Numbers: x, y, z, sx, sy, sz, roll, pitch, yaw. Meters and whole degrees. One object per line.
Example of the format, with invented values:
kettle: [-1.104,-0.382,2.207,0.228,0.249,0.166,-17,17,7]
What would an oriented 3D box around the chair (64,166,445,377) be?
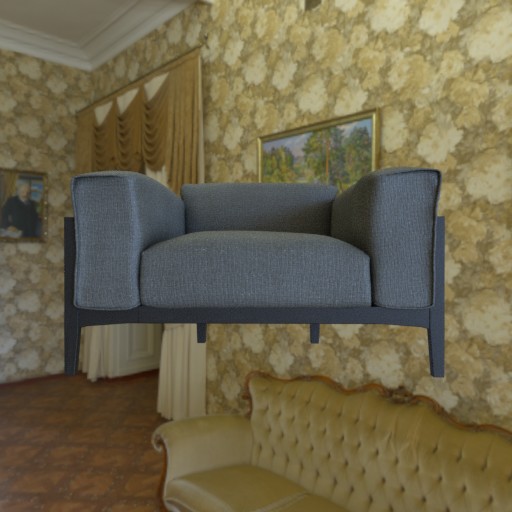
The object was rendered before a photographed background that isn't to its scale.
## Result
chair: [0.000,0.000,1.658,1.056,0.646,0.969,0,0,1]
